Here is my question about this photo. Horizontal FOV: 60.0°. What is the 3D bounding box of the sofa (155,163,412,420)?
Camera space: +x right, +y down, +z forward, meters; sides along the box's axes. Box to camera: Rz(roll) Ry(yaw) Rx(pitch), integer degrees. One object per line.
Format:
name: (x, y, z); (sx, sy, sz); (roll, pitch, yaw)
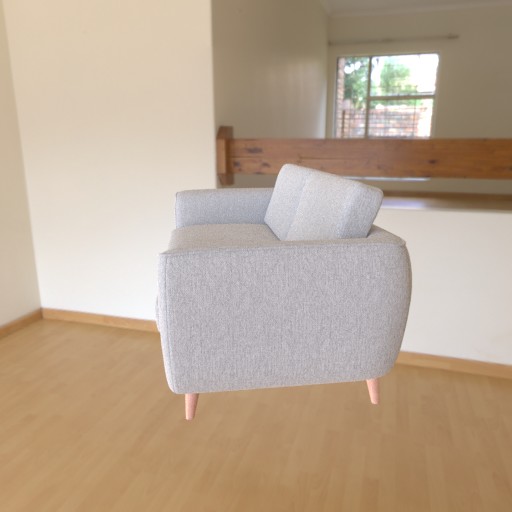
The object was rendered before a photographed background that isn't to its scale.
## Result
sofa: (0.000, 0.000, 2.246); (0.920, 0.850, 1.700); (-2, 15, -8)
